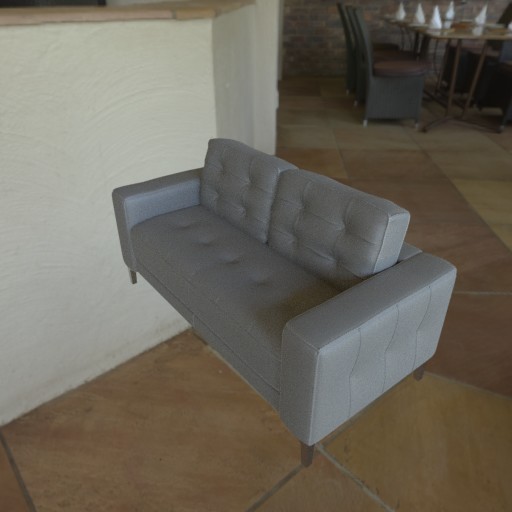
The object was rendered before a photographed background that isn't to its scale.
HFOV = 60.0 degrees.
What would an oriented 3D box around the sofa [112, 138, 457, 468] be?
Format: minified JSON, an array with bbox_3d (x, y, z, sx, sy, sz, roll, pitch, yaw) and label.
[{"bbox_3d":[0.000,0.000,2.280,0.833,0.893,1.726,-22,37,-32],"label":"sofa"}]
